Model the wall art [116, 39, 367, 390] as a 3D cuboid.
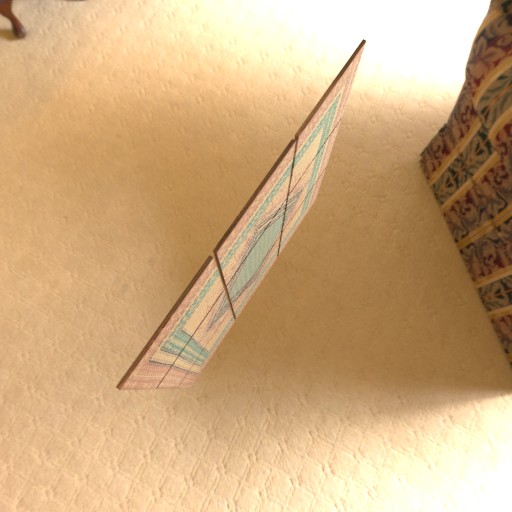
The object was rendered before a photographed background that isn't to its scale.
[{"bbox_3d":[0.000,0.000,1.788,0.013,1.213,1.215,32,76,9],"label":"wall art"}]
